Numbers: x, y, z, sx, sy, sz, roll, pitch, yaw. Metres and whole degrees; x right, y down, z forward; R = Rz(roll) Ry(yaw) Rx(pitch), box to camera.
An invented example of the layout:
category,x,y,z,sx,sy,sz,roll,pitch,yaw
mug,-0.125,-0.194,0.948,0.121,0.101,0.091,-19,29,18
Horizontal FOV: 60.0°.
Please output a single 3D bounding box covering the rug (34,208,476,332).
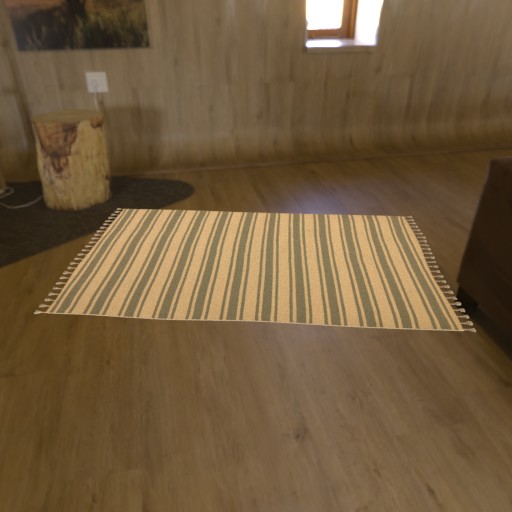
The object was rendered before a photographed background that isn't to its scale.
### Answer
category,x,y,z,sx,sy,sz,roll,pitch,yaw
rug,0.000,0.000,2.575,2.084,0.009,1.222,2,30,3
